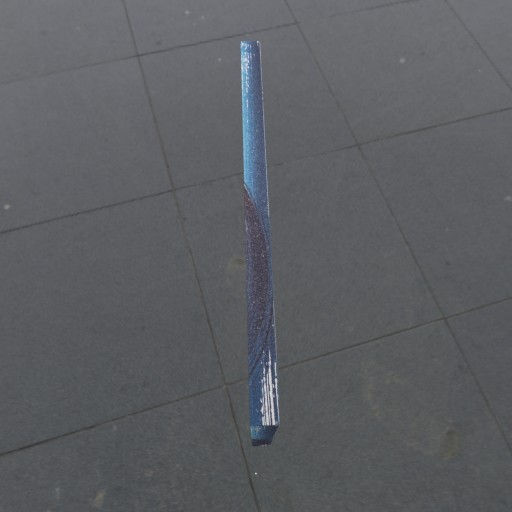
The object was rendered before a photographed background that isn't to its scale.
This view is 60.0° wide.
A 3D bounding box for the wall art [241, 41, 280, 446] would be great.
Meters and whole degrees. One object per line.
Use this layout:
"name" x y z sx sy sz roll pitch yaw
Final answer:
"wall art" 0.000 0.000 0.797 0.033 0.406 0.609 -2 64 -1
